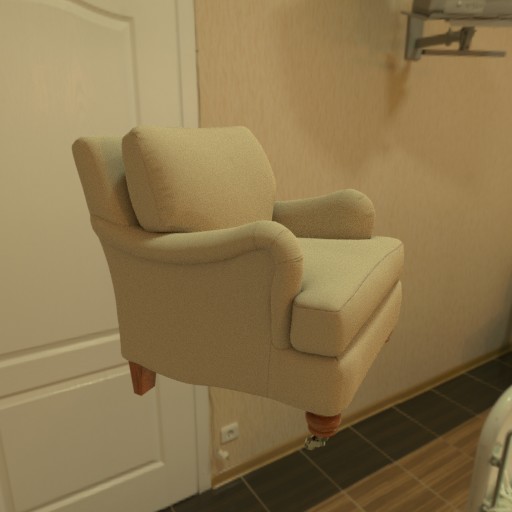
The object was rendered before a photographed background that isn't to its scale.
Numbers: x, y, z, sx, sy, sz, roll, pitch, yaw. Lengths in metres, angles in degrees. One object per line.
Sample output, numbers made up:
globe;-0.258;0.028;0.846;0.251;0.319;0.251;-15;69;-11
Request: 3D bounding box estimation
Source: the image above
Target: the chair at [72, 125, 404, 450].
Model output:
chair;0.000;0.000;1.841;1.070;1.038;0.955;9;18;28
